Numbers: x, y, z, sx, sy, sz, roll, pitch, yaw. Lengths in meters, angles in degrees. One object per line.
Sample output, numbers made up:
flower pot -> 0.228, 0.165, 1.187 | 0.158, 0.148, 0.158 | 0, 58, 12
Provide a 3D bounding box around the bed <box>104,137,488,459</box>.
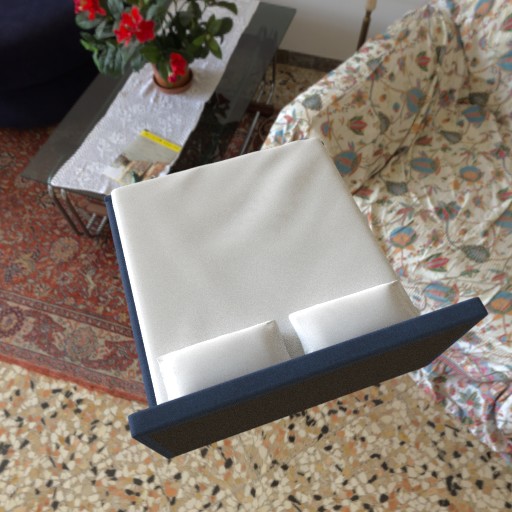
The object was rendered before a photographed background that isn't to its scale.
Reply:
bed -> 0.000, 0.000, 3.407 | 2.096, 1.231, 2.232 | -16, 61, -9
